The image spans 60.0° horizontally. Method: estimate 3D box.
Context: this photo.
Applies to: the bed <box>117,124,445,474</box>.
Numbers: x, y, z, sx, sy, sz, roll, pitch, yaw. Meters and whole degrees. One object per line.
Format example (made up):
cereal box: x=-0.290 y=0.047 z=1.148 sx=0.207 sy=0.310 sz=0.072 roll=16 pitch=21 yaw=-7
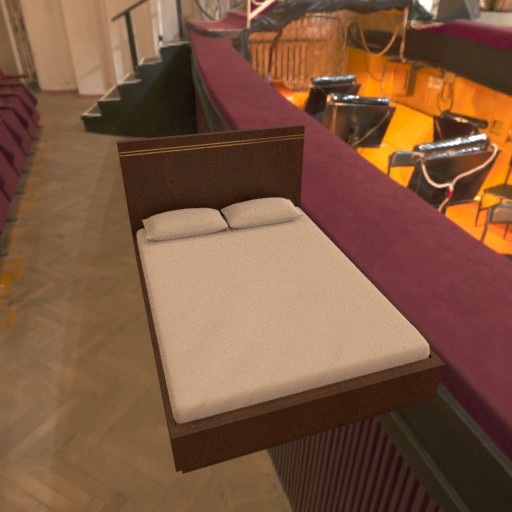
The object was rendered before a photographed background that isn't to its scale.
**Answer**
bed: x=0.000 y=0.000 z=3.160 sx=1.613 sy=1.169 sz=2.221 roll=-10 pitch=33 yaw=-15
